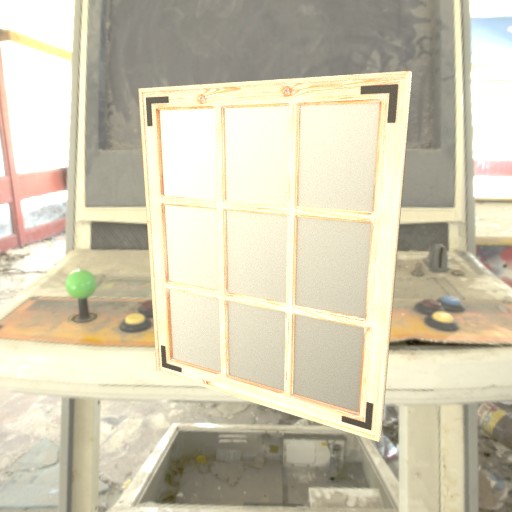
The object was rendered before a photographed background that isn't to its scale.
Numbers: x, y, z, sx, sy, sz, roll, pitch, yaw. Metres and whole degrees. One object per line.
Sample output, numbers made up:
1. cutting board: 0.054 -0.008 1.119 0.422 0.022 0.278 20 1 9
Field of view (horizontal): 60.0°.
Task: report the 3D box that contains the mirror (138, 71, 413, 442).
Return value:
1. mirror: 0.000 0.000 1.199 0.730 0.882 0.032 8 17 27
